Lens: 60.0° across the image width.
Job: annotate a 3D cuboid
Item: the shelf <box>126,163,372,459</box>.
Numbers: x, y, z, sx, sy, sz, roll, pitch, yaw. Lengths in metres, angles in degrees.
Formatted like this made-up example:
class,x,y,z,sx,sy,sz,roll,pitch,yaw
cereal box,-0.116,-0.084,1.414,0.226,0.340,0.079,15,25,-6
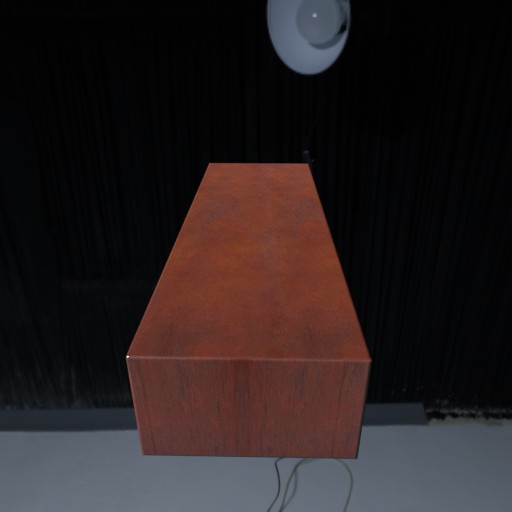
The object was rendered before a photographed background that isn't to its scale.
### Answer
class,x,y,z,sx,sy,sz,roll,pitch,yaw
shelf,0.000,0.000,0.498,0.152,0.088,0.457,1,27,1
